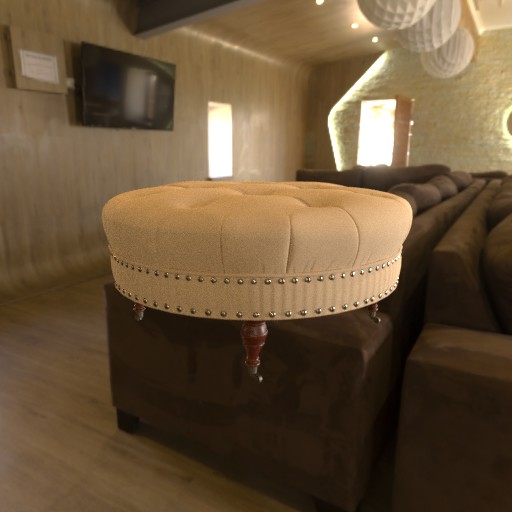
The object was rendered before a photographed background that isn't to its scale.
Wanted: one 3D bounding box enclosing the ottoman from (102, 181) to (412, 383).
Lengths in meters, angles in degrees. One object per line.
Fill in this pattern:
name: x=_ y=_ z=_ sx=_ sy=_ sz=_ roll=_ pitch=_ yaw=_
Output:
ottoman: x=0.000 y=0.000 z=1.370 sx=0.901 sy=0.439 sz=0.901 roll=0 pitch=13 yaw=0
